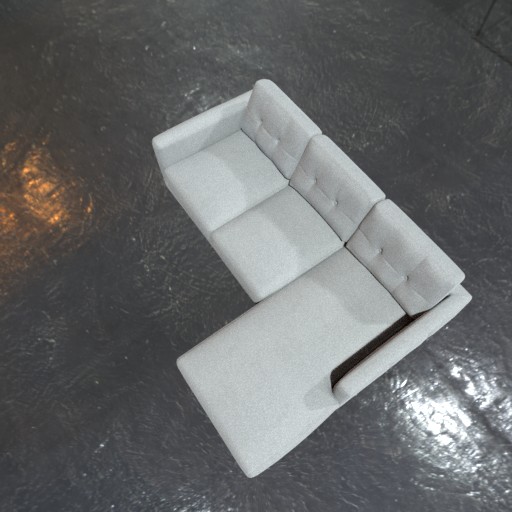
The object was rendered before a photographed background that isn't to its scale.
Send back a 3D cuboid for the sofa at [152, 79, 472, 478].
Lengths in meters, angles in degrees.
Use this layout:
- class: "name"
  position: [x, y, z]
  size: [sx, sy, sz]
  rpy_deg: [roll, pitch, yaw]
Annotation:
- class: "sofa"
  position: [0.000, 0.000, 2.795]
  size: [1.530, 0.860, 2.040]
  rpy_deg: [-33, 68, -15]
